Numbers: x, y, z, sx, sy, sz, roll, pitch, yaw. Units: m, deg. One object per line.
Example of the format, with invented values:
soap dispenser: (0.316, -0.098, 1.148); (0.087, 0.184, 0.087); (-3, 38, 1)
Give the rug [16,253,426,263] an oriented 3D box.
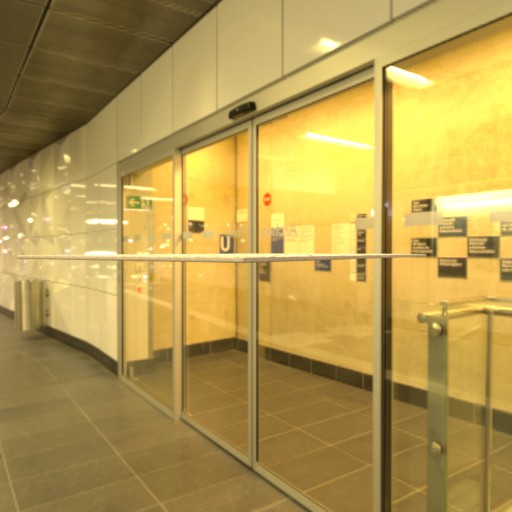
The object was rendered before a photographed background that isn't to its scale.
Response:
rug: (0.000, 0.000, 2.286); (1.222, 0.015, 1.828); (0, 1, 36)
